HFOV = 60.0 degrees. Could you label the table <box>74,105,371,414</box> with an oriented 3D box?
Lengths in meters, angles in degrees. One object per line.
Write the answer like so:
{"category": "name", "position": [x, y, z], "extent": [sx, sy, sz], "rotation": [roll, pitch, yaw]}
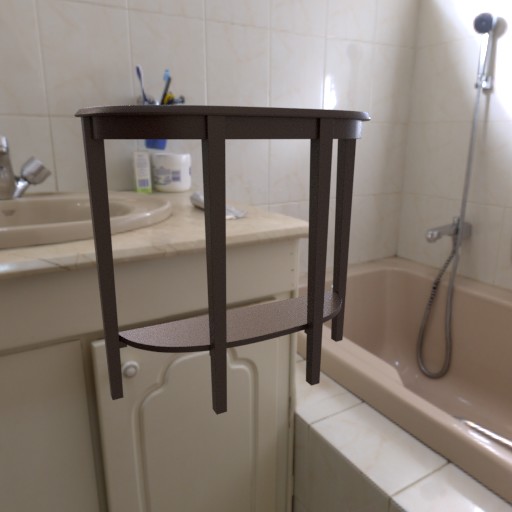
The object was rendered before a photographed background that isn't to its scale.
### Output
{"category": "table", "position": [0.000, 0.000, 1.328], "extent": [0.909, 0.831, 0.274], "rotation": [-8, 17, -27]}
